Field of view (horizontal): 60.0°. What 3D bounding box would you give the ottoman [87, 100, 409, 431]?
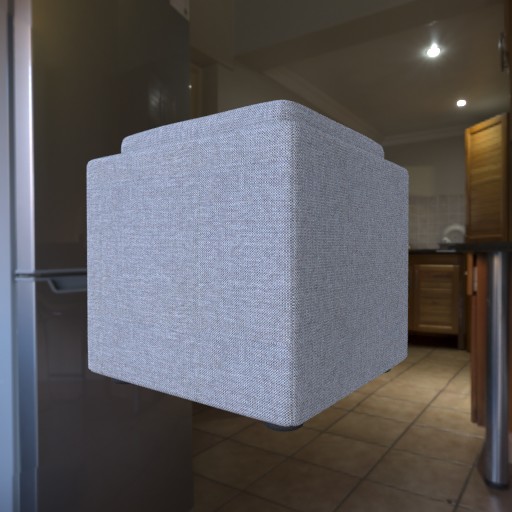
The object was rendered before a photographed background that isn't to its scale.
[{"bbox_3d":[0.000,0.000,0.853,0.450,0.460,0.450,1,1,37],"label":"ottoman"}]
